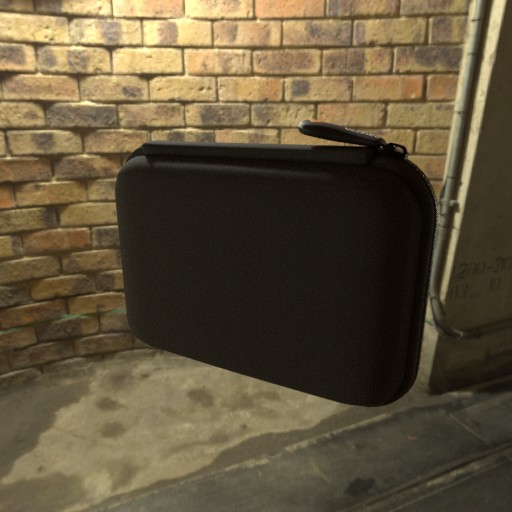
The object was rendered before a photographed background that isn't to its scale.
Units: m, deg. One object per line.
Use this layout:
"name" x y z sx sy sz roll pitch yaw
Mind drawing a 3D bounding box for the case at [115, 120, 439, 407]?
"case" 0.000 0.000 0.178 0.132 0.105 0.038 9 20 26
